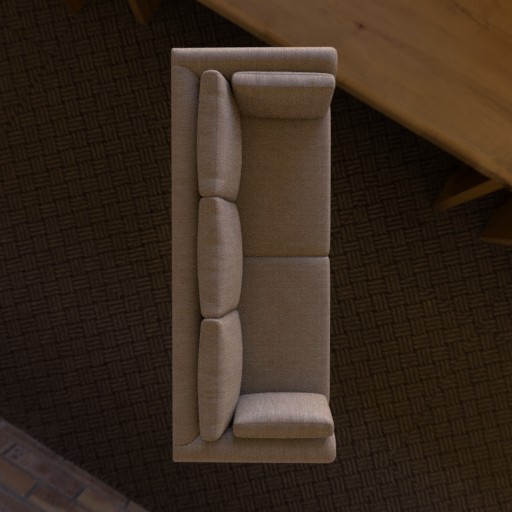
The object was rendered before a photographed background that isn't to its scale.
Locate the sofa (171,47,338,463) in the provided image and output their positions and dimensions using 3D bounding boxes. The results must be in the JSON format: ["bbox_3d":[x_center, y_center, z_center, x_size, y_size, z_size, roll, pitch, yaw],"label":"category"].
[{"bbox_3d":[0.000,0.000,2.882,0.969,0.867,2.415,0,91,1],"label":"sofa"}]
